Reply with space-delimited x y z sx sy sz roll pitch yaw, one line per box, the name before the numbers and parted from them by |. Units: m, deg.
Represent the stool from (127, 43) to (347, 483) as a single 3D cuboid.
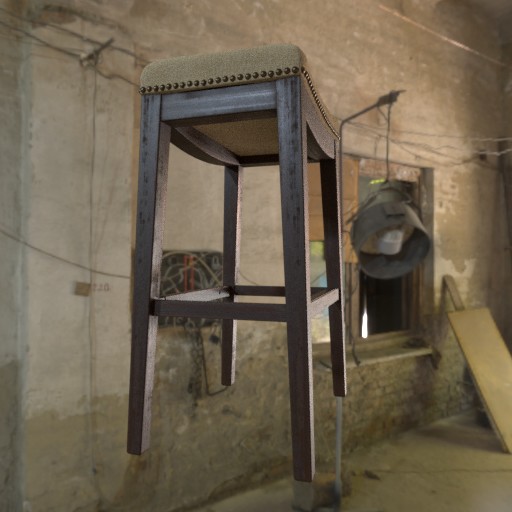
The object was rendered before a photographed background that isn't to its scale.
stool | 0.000 0.000 1.043 0.363 0.768 0.509 0 0 18
